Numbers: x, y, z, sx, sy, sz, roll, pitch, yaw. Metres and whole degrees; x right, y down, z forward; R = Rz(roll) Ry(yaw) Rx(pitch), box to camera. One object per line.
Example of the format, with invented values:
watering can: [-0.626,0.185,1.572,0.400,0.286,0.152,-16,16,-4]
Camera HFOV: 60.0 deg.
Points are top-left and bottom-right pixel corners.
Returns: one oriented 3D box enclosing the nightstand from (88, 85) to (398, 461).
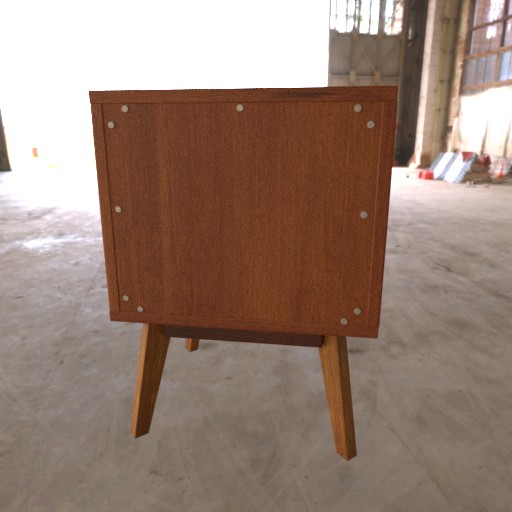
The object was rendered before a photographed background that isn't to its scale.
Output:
nightstand: [0.000,0.000,0.918,0.460,0.618,0.411,2,16,8]
